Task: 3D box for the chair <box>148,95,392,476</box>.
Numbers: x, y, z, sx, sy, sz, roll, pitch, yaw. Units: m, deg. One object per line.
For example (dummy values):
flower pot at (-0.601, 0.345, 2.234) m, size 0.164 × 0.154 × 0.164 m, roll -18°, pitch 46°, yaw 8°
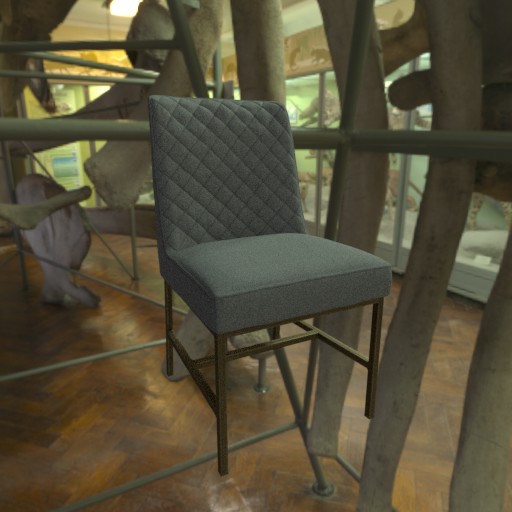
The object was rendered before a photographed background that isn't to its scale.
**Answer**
chair at (0.000, 0.000, 1.270) m, size 0.508 × 0.889 × 0.587 m, roll -8°, pitch 18°, yaw -27°
